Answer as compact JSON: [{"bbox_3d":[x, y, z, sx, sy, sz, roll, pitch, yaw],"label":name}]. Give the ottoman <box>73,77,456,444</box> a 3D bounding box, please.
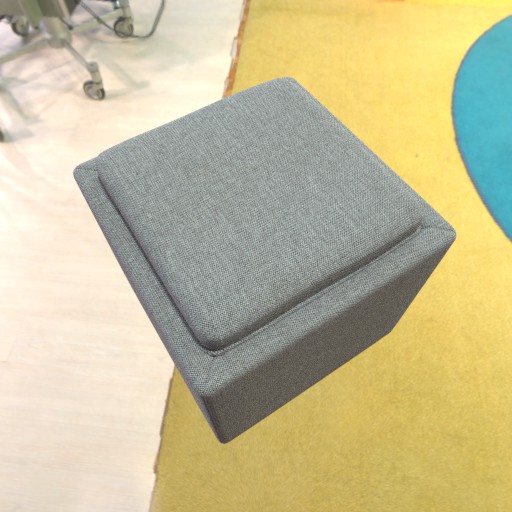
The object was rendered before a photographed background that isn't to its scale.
[{"bbox_3d":[0.000,0.000,0.844,0.450,0.460,0.450,-29,63,-16],"label":"ottoman"}]
